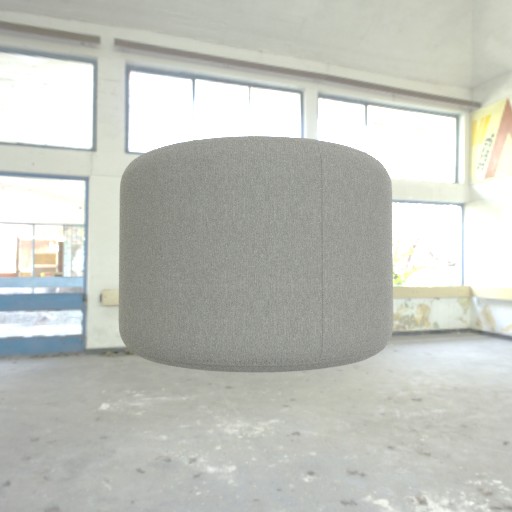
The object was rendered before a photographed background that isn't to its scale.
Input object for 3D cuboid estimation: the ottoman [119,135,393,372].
[{"bbox_3d":[0.000,0.000,1.030,0.608,0.433,0.608,0,-2,0],"label":"ottoman"}]
